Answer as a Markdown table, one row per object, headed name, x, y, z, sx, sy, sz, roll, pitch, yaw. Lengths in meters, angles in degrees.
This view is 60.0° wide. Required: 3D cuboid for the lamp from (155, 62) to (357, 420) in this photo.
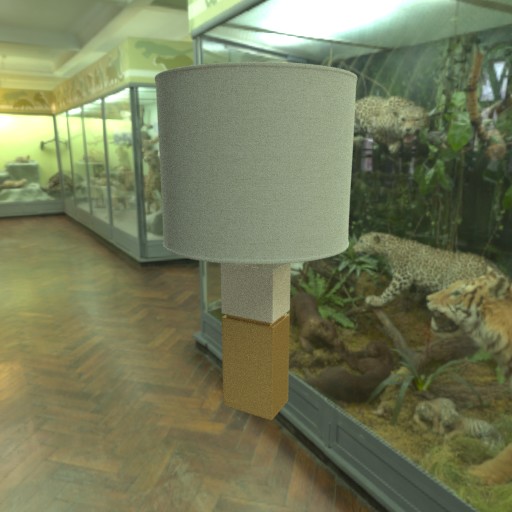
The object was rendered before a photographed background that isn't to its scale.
| name | x | y | z | sx | sy | sz | roll | pitch | yaw |
| --- | --- | --- | --- | --- | --- | --- | --- | --- | --- |
| lamp | 0.000 | 0.000 | 0.561 | 0.229 | 0.417 | 0.229 | 7 | 15 | 27 |
